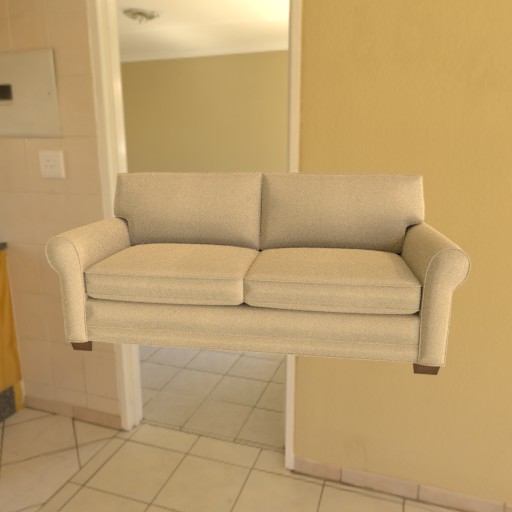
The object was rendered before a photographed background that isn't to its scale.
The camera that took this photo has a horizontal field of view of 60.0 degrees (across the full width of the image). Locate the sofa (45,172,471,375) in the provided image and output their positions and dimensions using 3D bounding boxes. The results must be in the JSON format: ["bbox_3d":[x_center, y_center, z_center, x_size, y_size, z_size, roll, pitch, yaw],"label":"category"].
[{"bbox_3d":[0.000,0.000,2.638,2.146,0.962,0.901,2,13,8],"label":"sofa"}]
